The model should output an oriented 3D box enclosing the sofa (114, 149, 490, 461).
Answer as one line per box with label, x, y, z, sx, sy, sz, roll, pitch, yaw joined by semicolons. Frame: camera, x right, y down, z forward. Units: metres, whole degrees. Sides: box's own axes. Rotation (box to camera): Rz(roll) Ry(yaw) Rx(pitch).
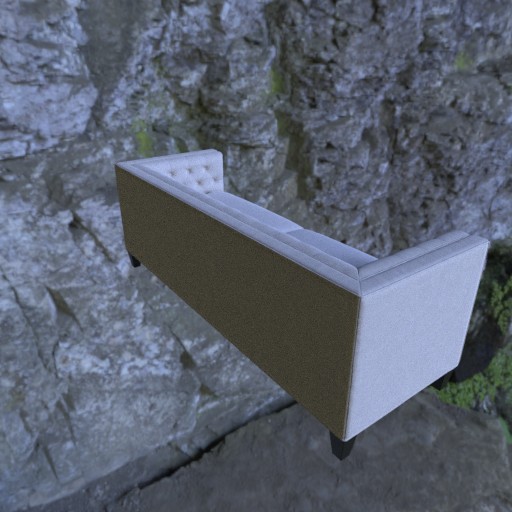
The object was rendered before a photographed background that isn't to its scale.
sofa;0.000;0.000;2.523;0.775;0.762;2.159;-17;31;-32
